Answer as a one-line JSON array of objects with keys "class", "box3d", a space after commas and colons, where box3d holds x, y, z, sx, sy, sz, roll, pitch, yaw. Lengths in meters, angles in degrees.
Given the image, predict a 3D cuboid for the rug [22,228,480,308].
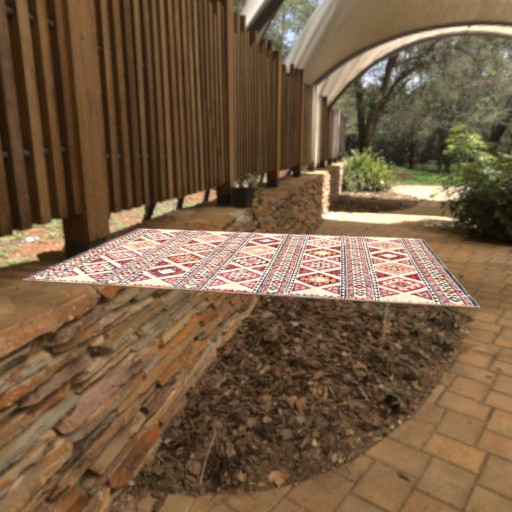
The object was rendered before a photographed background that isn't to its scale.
[{"class": "rug", "box3d": [0.000, 0.000, 3.032, 2.440, 0.010, 1.545, 3, 15, 10]}]
